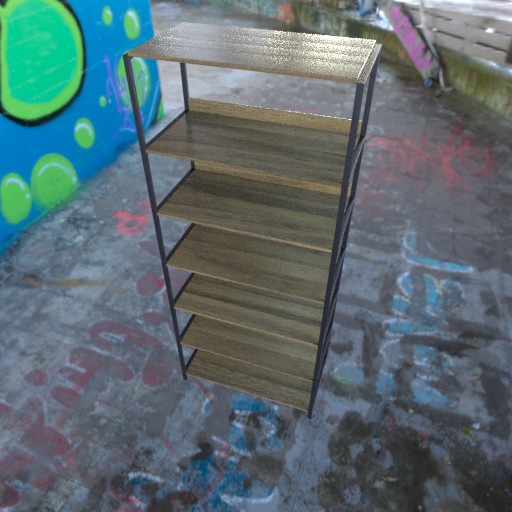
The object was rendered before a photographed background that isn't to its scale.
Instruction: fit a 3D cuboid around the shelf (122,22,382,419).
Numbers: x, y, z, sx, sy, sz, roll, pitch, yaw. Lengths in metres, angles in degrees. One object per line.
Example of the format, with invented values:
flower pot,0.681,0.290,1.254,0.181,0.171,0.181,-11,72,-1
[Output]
shelf,0.000,0.000,2.262,0.847,2.015,0.431,13,43,14
